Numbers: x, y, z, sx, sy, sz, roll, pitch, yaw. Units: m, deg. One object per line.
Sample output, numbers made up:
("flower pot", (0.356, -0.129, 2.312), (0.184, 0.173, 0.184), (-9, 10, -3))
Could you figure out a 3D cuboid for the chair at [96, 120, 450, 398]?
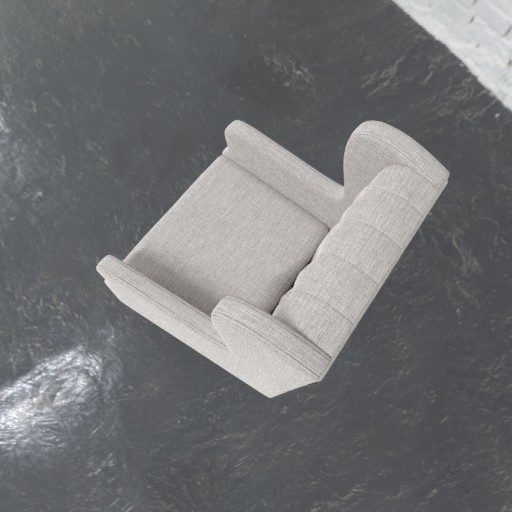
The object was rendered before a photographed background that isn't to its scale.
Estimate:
("chair", (0.000, 0.000, 1.468), (0.760, 0.930, 0.710), (33, 70, 14))
